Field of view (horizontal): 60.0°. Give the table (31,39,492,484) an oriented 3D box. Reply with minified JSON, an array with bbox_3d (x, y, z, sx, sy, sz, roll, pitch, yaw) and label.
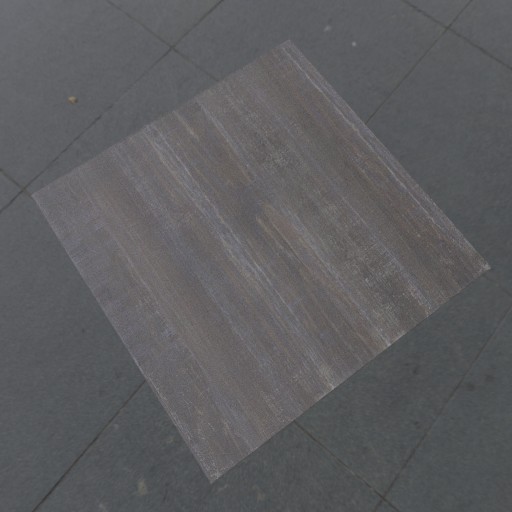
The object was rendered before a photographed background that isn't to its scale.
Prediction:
[{"bbox_3d":[0.000,0.000,1.126,0.696,0.400,0.696,-35,77,-9],"label":"table"}]
